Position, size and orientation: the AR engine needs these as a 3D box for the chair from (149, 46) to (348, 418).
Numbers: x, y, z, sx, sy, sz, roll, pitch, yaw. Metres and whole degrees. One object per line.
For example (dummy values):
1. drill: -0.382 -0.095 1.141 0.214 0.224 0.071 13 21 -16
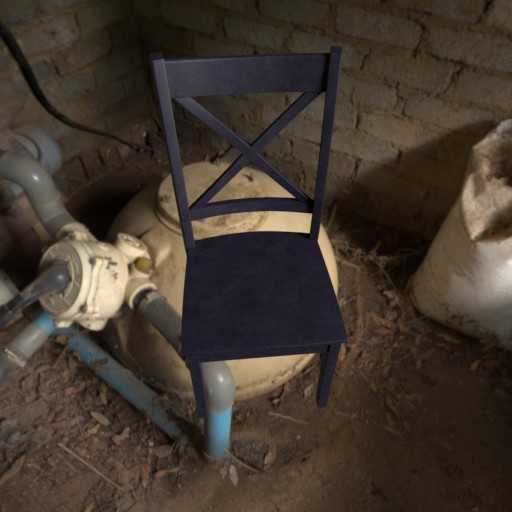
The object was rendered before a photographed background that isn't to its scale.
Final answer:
1. chair: 0.000 0.000 1.301 0.485 0.983 0.542 -4 47 -4
